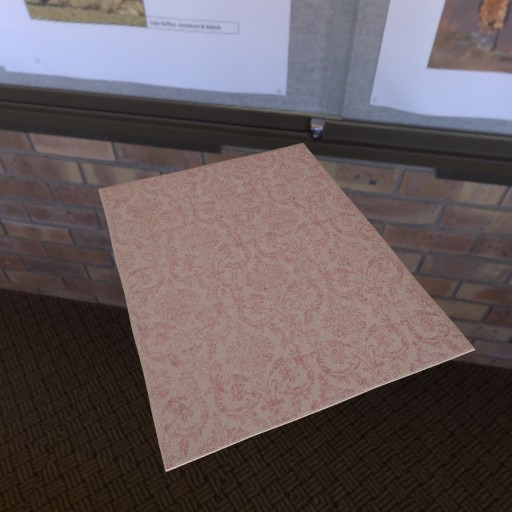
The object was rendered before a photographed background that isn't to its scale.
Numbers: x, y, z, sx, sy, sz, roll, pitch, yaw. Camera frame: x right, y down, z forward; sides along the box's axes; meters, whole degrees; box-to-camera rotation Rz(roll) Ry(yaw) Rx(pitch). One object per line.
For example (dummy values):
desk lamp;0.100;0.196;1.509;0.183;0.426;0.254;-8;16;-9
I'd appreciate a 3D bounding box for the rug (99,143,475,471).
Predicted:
rug;0.000;0.000;3.974;2.363;0.012;2.980;-16;49;-14
